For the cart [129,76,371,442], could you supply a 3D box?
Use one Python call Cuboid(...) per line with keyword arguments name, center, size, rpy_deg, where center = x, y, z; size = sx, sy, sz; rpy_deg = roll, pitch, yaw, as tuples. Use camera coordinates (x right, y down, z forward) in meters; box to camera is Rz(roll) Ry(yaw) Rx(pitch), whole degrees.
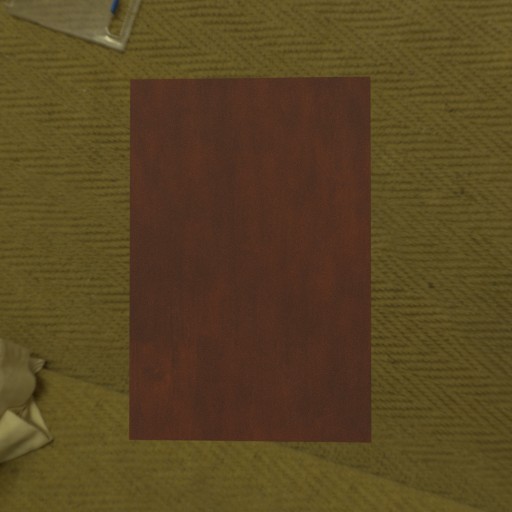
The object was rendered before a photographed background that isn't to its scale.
Cuboid(name="cart", center=(0.000, 0.000, 1.242), size=(0.442, 0.864, 0.683), rpy_deg=(0, 89, 2))
